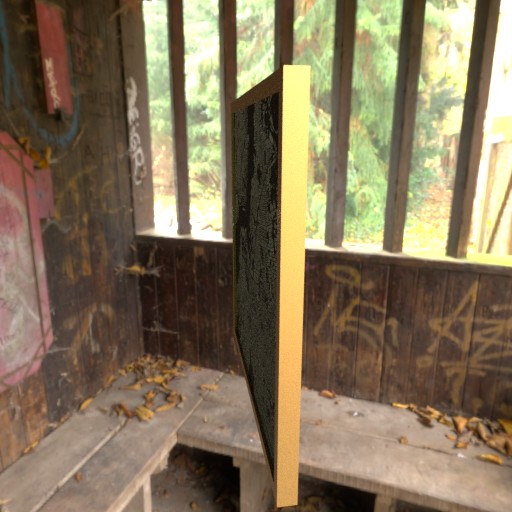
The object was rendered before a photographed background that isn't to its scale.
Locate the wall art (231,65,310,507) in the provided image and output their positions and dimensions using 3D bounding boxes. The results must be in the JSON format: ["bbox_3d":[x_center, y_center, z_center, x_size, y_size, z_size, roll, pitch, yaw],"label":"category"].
[{"bbox_3d":[0.000,0.000,2.756,0.099,1.926,1.926,-2,15,-8],"label":"wall art"}]
